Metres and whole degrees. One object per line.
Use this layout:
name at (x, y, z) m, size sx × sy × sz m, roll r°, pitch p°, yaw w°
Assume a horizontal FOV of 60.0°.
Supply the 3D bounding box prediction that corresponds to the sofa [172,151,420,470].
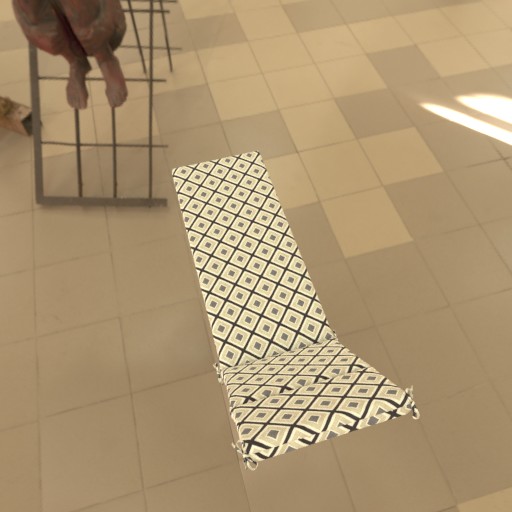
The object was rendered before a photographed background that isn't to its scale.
sofa at (0.000, 0.000, 1.916) m, size 0.582 × 0.622 × 1.663 m, roll -14°, pitch 60°, yaw -8°
